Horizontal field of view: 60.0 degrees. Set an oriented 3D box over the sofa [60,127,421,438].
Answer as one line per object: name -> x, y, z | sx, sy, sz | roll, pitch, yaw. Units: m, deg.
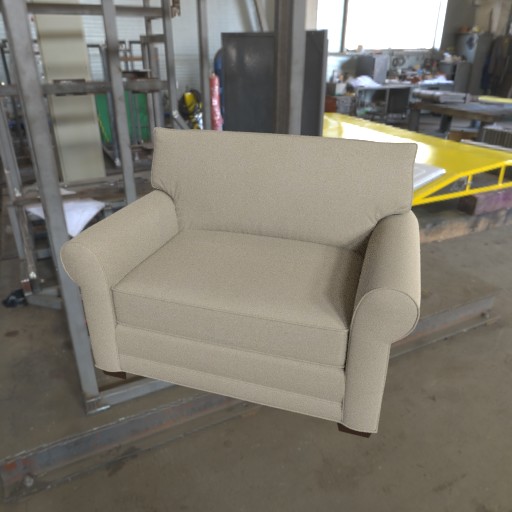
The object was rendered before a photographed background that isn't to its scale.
sofa -> 0.000, 0.000, 2.043 | 1.405, 1.006, 0.937 | 8, 27, 16
